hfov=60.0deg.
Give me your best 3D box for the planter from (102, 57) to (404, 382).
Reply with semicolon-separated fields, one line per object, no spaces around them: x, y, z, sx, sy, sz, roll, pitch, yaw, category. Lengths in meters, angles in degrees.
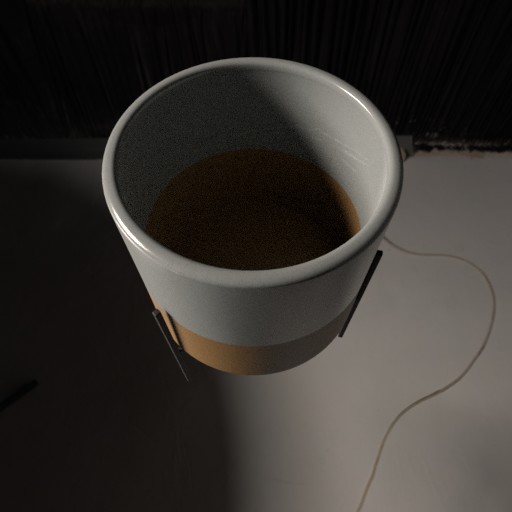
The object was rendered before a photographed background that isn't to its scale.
0.000;0.000;0.630;0.310;0.432;0.310;-1;60;-1;planter
